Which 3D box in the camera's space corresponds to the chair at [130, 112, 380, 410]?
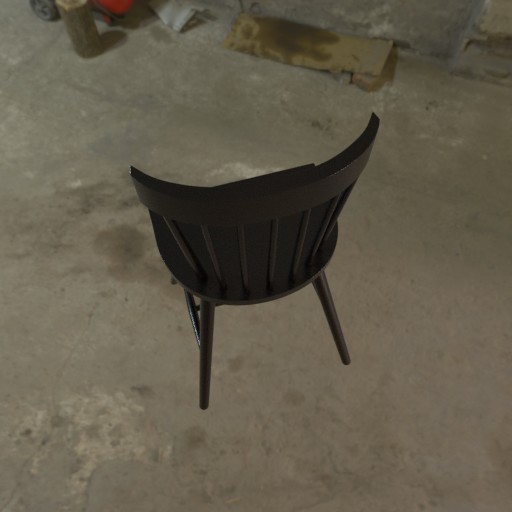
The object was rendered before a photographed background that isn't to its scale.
[{"bbox_3d":[0.000,0.000,1.159,0.506,0.844,0.483,-15,60,-9],"label":"chair"}]
